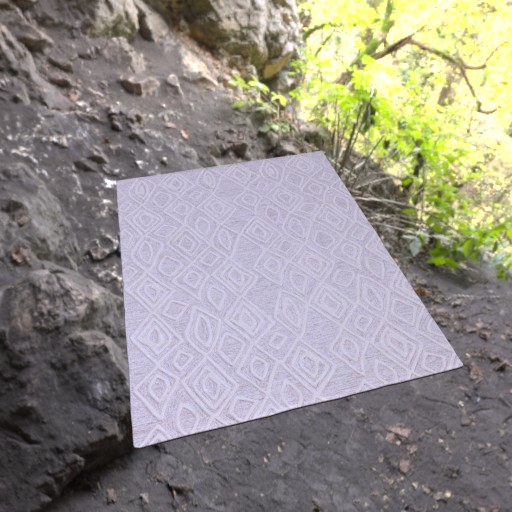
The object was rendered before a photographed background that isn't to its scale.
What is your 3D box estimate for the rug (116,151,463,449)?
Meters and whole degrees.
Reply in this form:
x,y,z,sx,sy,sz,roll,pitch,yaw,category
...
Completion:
x,y,z,sx,sy,sz,roll,pitch,yaw,category
0.000,0.000,4.135,2.449,0.025,3.049,-11,47,-10,rug
